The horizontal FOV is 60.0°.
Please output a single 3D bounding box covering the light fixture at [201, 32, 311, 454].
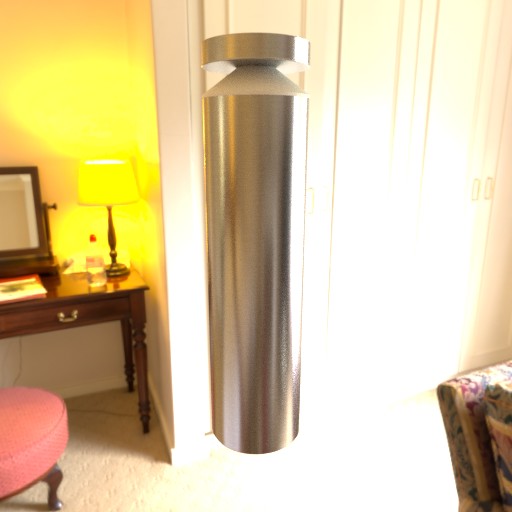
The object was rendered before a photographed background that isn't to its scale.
[{"bbox_3d":[0.000,0.000,0.458,0.102,0.400,0.102,8,17,28],"label":"light fixture"}]
